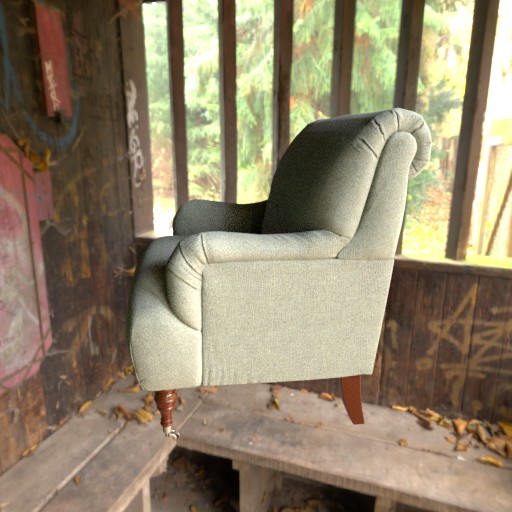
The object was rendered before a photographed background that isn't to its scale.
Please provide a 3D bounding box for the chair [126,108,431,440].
[{"bbox_3d":[0.000,0.000,1.923,1.060,1.178,0.964,-2,15,-9],"label":"chair"}]
